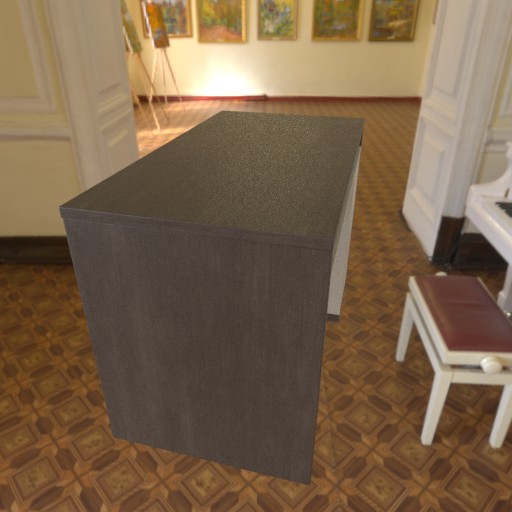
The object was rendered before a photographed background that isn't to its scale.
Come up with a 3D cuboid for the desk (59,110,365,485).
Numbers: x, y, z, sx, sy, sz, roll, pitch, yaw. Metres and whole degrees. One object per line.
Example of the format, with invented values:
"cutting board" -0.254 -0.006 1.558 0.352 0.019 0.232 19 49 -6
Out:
"desk" 0.000 0.000 1.548 0.600 0.750 1.100 7 30 13
